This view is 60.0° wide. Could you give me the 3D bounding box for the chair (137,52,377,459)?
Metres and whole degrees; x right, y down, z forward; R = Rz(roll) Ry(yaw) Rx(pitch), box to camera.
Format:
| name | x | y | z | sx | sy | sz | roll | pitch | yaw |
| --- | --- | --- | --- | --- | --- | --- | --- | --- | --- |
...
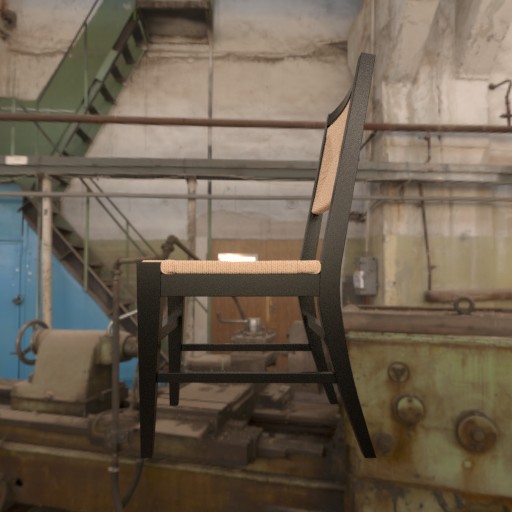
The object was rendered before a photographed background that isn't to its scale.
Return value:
| name | x | y | z | sx | sy | sz | roll | pitch | yaw |
| --- | --- | --- | --- | --- | --- | --- | --- | --- | --- |
| chair | 0.000 | 0.000 | 1.216 | 0.552 | 0.927 | 0.437 | 0 | -2 | -1 |
